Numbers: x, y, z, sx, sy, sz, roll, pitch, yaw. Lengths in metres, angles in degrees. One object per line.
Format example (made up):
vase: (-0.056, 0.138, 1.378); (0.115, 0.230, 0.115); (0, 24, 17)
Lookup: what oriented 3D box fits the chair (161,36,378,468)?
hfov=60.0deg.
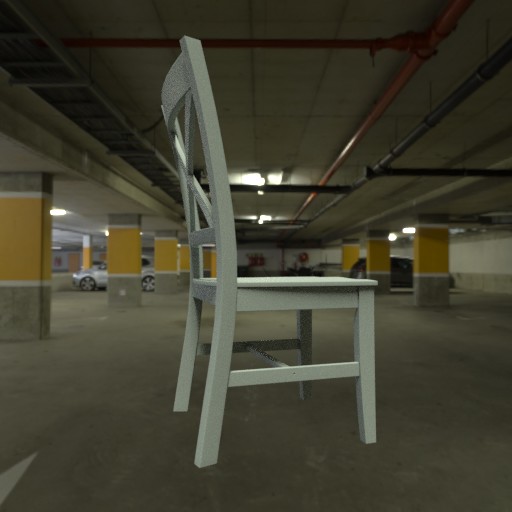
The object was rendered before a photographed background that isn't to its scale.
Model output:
chair: (0.000, 0.000, 1.296); (0.542, 0.983, 0.485); (0, -1, -18)
